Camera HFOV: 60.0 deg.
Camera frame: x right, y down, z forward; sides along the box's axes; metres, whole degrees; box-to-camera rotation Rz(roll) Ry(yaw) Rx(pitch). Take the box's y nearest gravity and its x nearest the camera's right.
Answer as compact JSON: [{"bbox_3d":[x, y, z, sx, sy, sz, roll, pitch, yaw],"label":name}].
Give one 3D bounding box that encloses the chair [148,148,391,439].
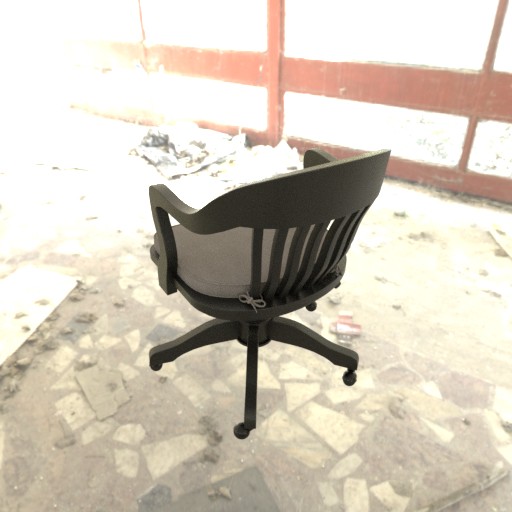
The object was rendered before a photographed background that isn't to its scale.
[{"bbox_3d":[0.000,0.000,1.466,0.750,0.878,0.788,-19,36,-29],"label":"chair"}]
